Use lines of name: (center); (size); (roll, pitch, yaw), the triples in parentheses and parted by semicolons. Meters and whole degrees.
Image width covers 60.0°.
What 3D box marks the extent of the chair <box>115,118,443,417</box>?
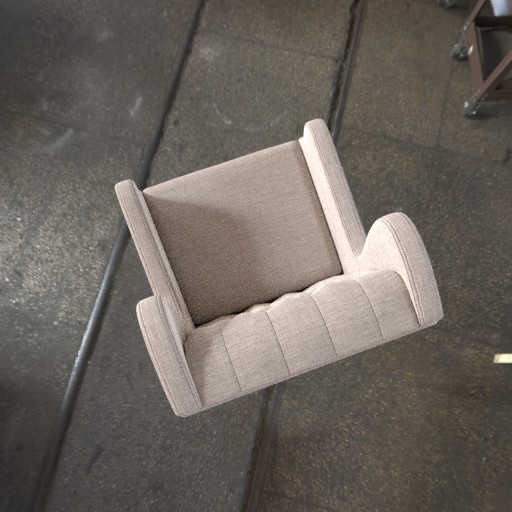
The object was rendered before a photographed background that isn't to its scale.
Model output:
chair: (0.000, 0.000, 1.448); (0.710, 0.930, 0.760); (-19, 76, -5)
